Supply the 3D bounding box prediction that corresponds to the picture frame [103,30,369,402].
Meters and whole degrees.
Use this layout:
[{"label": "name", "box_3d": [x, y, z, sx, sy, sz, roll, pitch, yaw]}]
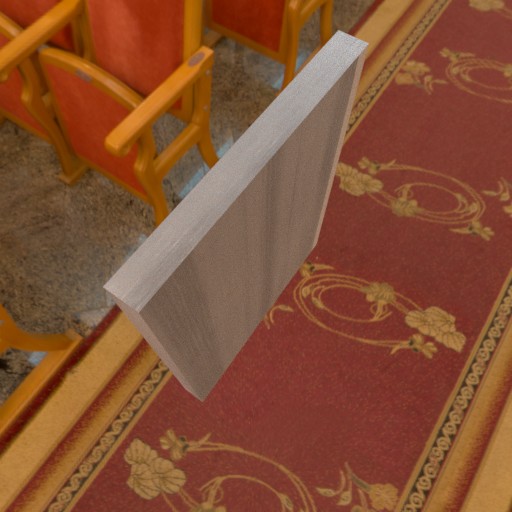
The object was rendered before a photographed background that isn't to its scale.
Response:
[{"label": "picture frame", "box_3d": [0.000, 0.000, 0.750, 0.046, 0.555, 0.449, 32, 68, 15]}]
